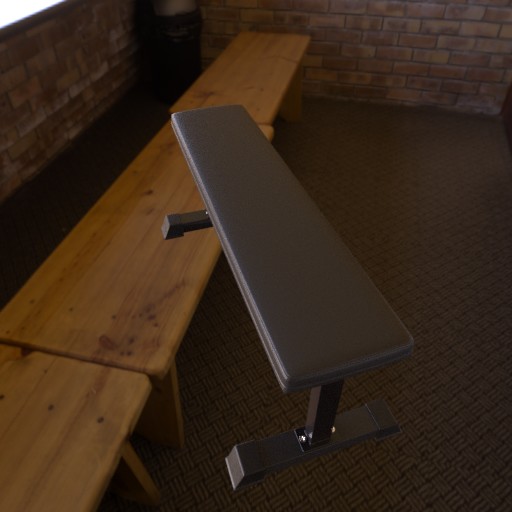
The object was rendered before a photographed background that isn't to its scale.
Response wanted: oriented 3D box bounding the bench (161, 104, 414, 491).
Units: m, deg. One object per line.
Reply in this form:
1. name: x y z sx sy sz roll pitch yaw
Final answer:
1. bench: 0.000 0.000 1.265 0.439 0.453 1.072 -13 44 -13
